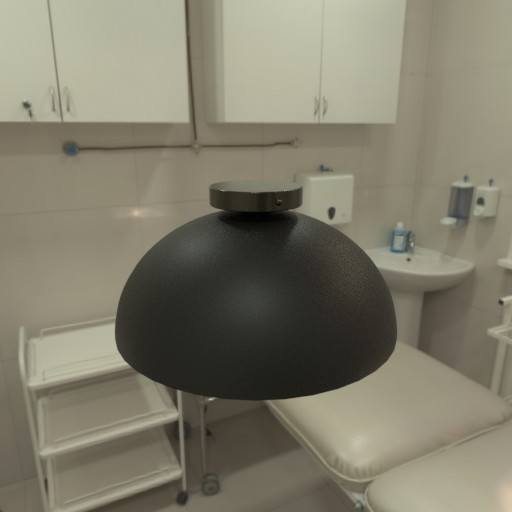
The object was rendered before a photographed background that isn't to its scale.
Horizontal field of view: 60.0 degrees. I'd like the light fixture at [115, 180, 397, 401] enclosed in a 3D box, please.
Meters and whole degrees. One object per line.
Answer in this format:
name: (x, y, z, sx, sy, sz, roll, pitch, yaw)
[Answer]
light fixture: (0.000, 0.000, 0.559, 0.355, 0.177, 0.355, 0, 16, 0)
